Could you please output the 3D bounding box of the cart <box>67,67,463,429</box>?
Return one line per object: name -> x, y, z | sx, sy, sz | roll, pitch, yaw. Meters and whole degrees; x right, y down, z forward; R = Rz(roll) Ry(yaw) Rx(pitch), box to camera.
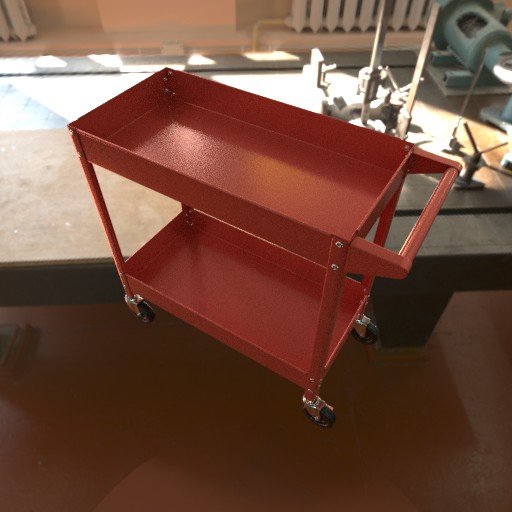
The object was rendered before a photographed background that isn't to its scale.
cart -> 0.000, 0.000, 1.187 | 0.779, 0.719, 0.366 | 25, 52, 21
